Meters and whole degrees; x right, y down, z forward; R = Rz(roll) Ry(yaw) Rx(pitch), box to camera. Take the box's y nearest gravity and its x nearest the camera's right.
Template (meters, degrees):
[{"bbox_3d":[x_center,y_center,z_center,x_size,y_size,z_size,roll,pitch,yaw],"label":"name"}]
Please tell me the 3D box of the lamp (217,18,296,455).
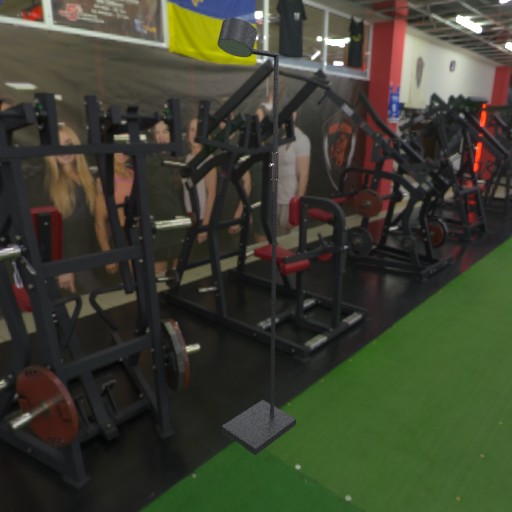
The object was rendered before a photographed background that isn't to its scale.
[{"bbox_3d":[0.000,0.000,1.699,0.203,1.600,0.304,15,23,41],"label":"lamp"}]
